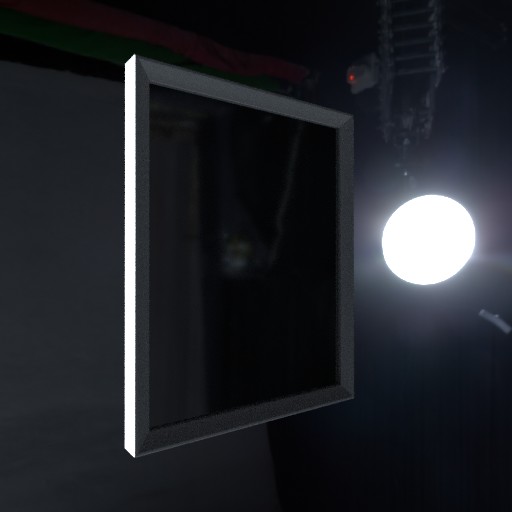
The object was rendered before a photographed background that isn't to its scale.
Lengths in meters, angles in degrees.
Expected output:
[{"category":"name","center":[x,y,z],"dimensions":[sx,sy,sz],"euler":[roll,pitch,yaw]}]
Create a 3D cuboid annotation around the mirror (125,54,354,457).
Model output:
[{"category":"mirror","center":[0.000,0.000,0.693],"dimensions":[0.406,0.509,0.041],"euler":[0,0,-36]}]
